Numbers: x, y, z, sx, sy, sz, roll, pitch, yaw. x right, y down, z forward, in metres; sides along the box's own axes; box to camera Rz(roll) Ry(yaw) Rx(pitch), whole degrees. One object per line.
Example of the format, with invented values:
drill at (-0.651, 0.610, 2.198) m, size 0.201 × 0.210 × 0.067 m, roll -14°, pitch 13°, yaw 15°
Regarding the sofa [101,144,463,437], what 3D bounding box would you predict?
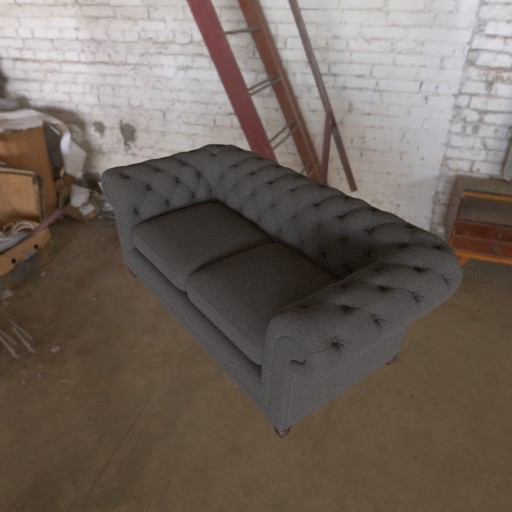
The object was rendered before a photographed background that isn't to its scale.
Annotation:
sofa at (0.000, 0.000, 2.500) m, size 0.986 × 0.764 × 1.998 m, roll -22°, pitch 38°, yaw -31°
